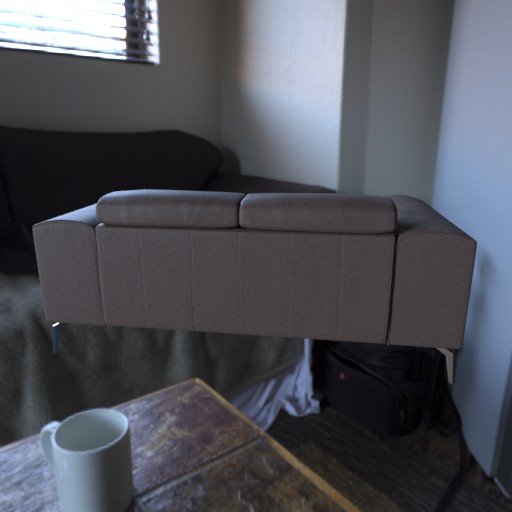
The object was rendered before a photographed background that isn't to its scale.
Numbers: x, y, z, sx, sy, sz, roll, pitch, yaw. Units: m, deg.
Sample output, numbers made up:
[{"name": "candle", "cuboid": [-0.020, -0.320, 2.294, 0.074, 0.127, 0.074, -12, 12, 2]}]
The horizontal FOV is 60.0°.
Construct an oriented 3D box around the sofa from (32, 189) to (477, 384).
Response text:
[{"name": "sofa", "cuboid": [0.000, 0.000, 2.357, 1.895, 0.779, 1.003, 2, 17, 8]}]
